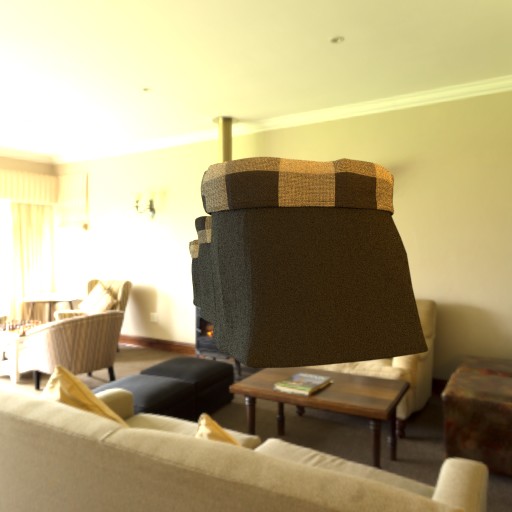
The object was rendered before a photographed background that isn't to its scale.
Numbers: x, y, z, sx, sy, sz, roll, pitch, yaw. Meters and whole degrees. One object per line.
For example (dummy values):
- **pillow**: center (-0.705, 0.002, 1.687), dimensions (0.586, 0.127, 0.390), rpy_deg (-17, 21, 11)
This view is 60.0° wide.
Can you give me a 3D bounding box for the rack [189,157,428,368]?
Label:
- **rack**: center (0.000, 0.000, 1.093), dimensions (0.370, 0.329, 0.889), rpy_deg (0, 1, -17)
